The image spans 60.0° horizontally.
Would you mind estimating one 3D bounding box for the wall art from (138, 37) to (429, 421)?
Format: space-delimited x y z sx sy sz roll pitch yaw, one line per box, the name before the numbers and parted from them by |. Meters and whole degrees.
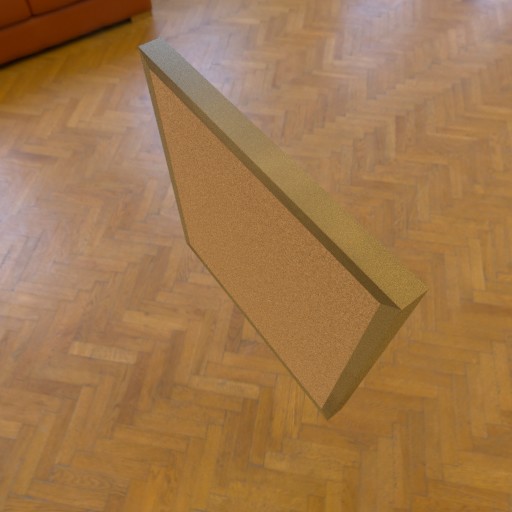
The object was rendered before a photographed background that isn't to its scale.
wall art | 0.000 0.000 0.744 0.038 0.508 0.507 -32 64 -18
